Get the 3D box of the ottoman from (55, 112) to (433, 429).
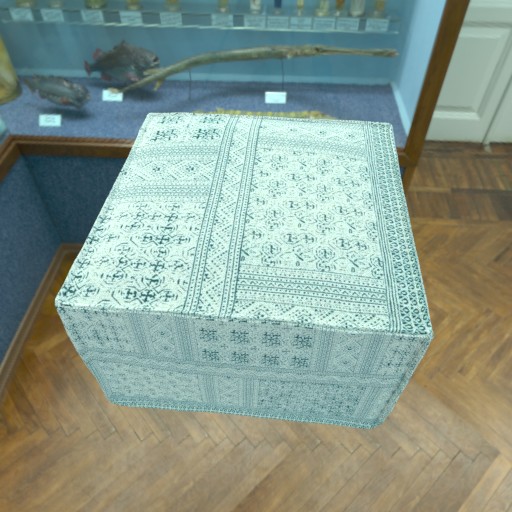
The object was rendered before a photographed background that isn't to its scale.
[{"bbox_3d":[0.000,0.000,1.041,0.617,0.439,0.626,4,48,4],"label":"ottoman"}]
